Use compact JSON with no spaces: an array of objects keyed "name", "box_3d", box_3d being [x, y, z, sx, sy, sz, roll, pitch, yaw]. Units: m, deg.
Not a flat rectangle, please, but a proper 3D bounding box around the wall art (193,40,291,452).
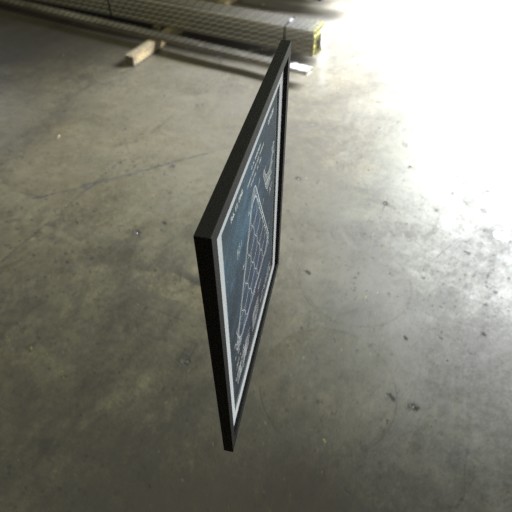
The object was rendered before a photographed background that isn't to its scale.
[{"name":"wall art","box_3d":[0.000,0.000,1.221,0.028,0.863,0.755,9,47,8]}]
